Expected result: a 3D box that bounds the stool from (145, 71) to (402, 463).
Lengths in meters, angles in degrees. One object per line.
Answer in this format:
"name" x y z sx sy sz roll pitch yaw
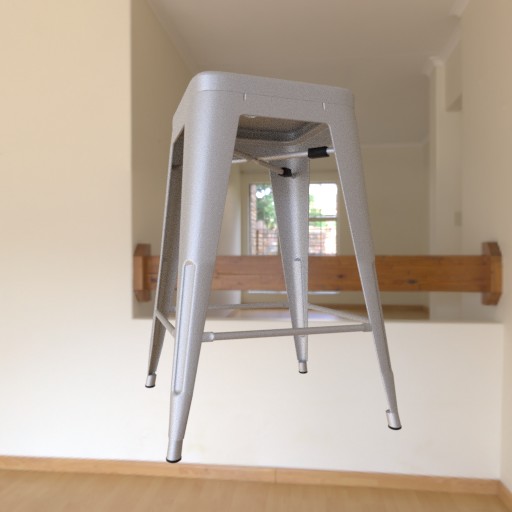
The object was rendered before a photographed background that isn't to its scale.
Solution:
"stool" 0.000 0.000 0.903 0.410 0.608 0.410 0 0 -18
